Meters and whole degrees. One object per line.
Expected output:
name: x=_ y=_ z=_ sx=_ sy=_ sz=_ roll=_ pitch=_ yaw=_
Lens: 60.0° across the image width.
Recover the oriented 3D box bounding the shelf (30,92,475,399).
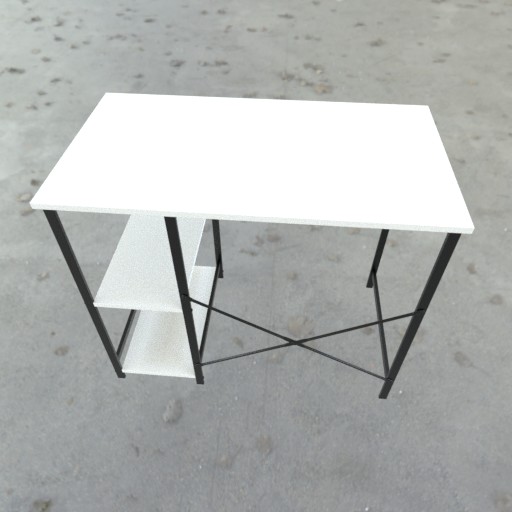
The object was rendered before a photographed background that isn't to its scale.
shelf: x=0.000 y=0.000 z=1.336 sx=0.902 sy=0.750 sz=0.498 roll=4 pitch=46 yaw=3
